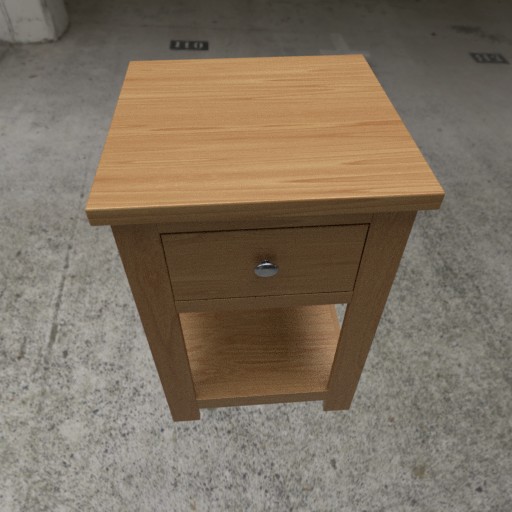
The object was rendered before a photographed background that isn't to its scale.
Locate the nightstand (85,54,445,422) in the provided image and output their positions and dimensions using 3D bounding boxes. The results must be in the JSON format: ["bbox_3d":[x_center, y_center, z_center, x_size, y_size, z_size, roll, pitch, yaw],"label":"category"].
[{"bbox_3d":[0.000,0.000,0.886,0.428,0.614,0.418,-3,46,-3],"label":"nightstand"}]
